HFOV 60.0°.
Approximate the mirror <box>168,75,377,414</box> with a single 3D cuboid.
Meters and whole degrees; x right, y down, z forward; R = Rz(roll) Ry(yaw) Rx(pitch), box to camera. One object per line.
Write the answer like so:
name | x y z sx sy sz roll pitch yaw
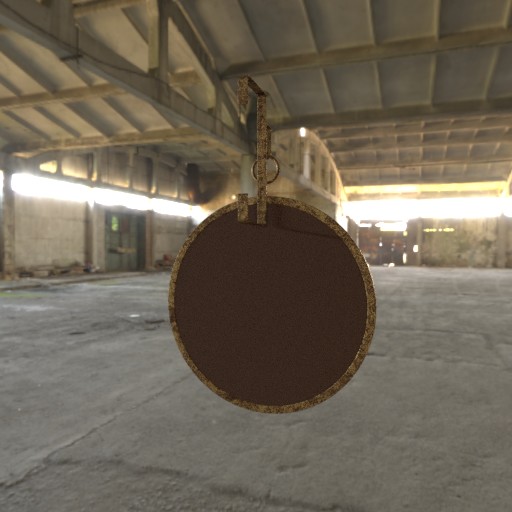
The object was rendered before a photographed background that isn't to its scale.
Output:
mirror | 0.000 0.000 0.865 0.447 0.651 0.144 0 1 19
